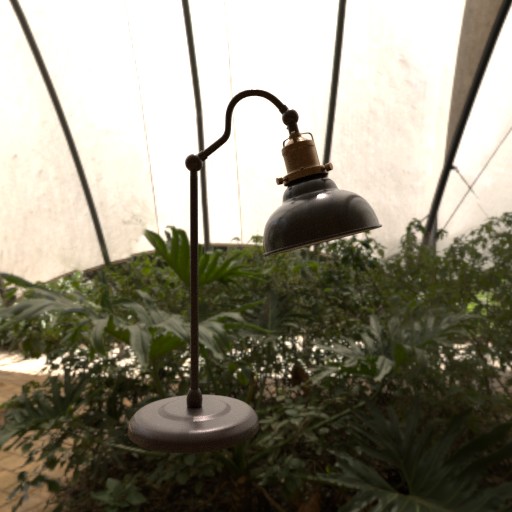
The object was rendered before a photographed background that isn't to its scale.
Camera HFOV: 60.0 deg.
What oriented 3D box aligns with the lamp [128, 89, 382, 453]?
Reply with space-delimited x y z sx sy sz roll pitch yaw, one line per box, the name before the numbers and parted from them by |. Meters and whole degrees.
lamp | 0.000 0.000 0.667 0.374 0.508 0.192 0 -2 0
